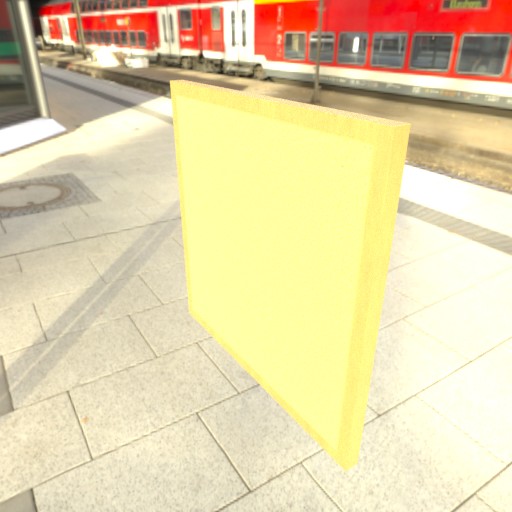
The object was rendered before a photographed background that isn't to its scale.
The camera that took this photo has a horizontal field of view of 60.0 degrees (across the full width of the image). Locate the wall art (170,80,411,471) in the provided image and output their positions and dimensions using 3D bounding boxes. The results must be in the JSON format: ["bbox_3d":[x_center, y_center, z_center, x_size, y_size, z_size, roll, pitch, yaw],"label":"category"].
[{"bbox_3d":[0.000,0.000,2.826,0.097,1.936,1.935,-18,32,-31],"label":"wall art"}]
